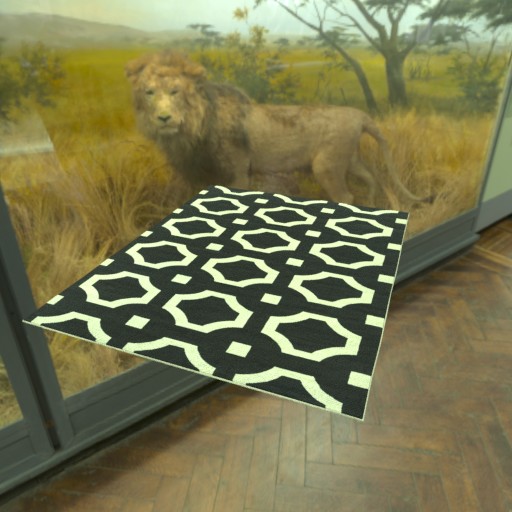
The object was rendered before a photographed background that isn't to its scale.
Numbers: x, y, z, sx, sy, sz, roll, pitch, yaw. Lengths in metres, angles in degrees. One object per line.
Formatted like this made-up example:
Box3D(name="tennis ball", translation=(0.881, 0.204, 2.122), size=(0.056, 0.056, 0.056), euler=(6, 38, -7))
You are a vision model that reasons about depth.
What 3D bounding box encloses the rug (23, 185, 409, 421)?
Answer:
Box3D(name="rug", translation=(0.000, 0.000, 4.070), size=(2.466, 0.021, 3.049), euler=(11, 31, 19))
